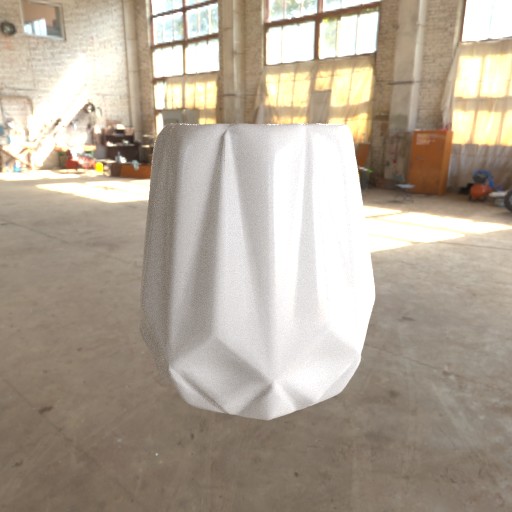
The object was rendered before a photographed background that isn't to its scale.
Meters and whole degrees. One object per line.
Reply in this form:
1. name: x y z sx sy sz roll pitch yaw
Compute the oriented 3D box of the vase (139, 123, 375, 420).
1. vase: 0.000 0.000 0.265 0.141 0.152 0.141 0 16 0
